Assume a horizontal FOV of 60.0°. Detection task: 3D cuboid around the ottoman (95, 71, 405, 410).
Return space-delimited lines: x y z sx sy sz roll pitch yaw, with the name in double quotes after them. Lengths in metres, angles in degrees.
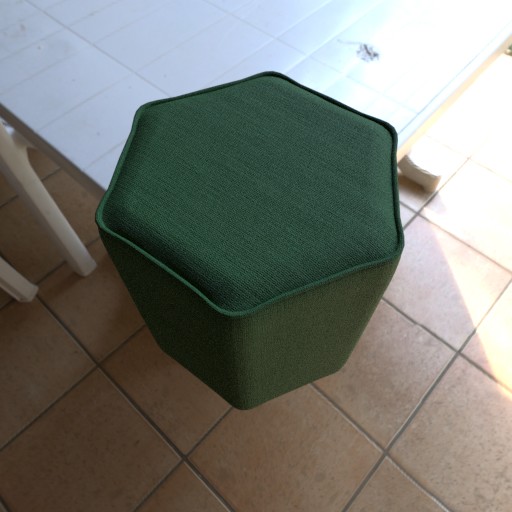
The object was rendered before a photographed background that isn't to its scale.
0.000 0.000 0.876 0.499 0.507 0.444 33 63 19 "ottoman"
